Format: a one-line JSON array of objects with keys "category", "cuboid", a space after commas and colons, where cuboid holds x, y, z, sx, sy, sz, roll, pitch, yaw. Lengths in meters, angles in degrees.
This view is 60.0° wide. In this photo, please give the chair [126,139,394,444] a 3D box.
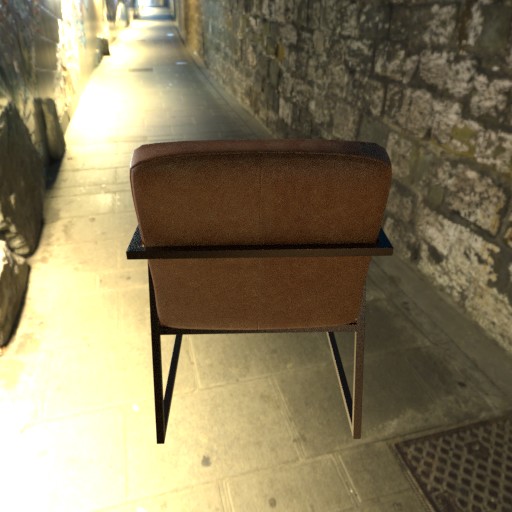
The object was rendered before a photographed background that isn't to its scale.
[{"category": "chair", "cuboid": [0.000, 0.000, 1.286, 0.571, 0.832, 0.677, -1, 31, -1]}]
